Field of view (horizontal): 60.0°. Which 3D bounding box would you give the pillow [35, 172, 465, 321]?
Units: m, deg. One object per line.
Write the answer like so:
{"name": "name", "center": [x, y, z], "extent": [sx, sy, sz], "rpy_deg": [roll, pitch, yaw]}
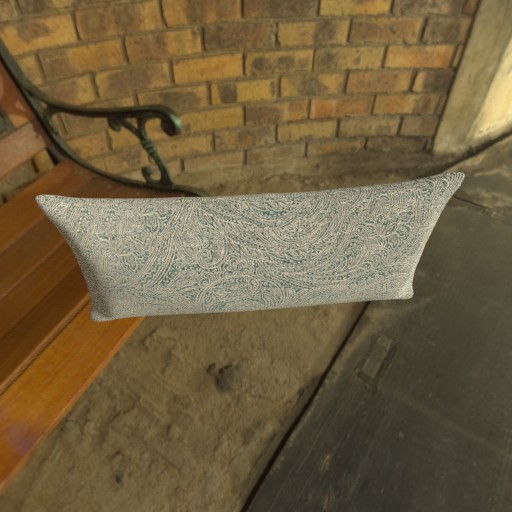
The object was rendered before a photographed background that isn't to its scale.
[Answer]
{"name": "pillow", "center": [0.000, 0.000, 0.735], "extent": [0.615, 0.295, 0.151], "rpy_deg": [-4, 46, -3]}
